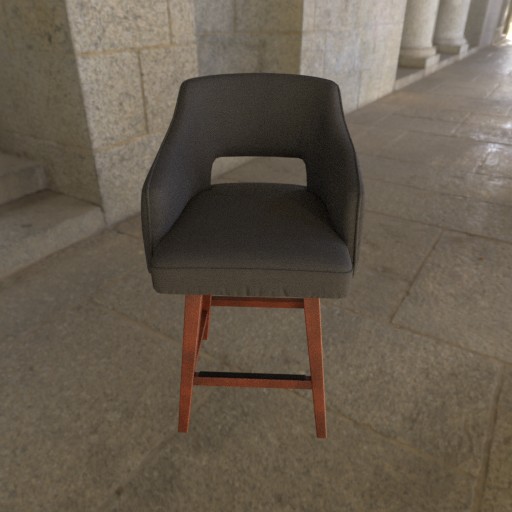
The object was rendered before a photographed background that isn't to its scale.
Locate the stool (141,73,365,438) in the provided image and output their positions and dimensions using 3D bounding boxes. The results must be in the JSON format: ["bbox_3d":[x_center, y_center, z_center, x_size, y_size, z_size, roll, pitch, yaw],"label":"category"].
[{"bbox_3d":[0.000,0.000,1.272,0.548,0.912,0.558,1,30,2],"label":"stool"}]
